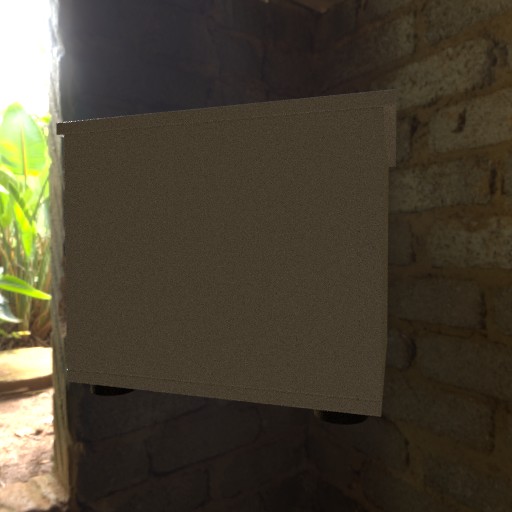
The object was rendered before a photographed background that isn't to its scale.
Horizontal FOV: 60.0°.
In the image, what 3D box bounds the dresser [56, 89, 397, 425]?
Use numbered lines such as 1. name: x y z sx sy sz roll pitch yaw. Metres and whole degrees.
1. dresser: 0.000 0.000 0.718 0.430 0.360 0.400 1 2 17
